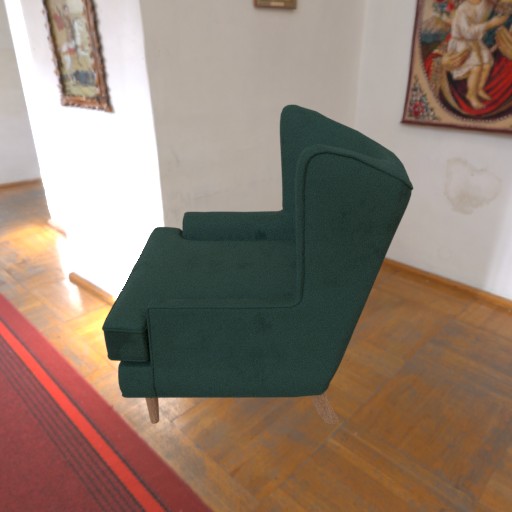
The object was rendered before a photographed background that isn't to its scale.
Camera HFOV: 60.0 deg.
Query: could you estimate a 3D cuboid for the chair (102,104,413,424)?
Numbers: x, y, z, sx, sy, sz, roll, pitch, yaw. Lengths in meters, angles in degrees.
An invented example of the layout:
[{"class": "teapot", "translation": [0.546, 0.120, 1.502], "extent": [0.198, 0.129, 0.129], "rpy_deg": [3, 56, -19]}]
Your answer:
[{"class": "chair", "translation": [0.000, 0.000, 1.602], "extent": [0.910, 0.952, 0.793], "rpy_deg": [0, 26, 0]}]
